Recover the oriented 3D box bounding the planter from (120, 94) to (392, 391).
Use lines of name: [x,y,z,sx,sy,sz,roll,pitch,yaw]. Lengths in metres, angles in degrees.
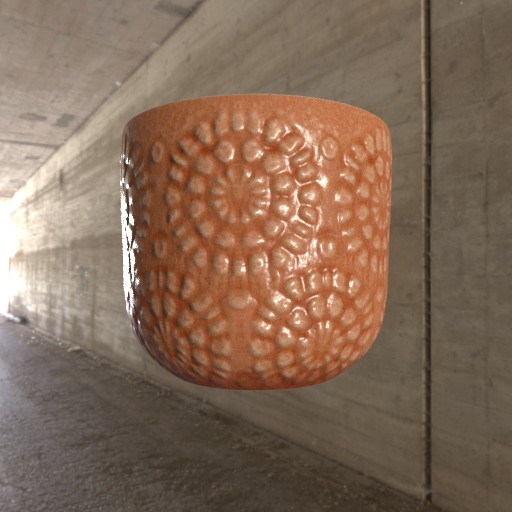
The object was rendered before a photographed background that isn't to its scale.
planter: [0.000,0.000,0.211,0.124,0.109,0.124,0,-1,0]
